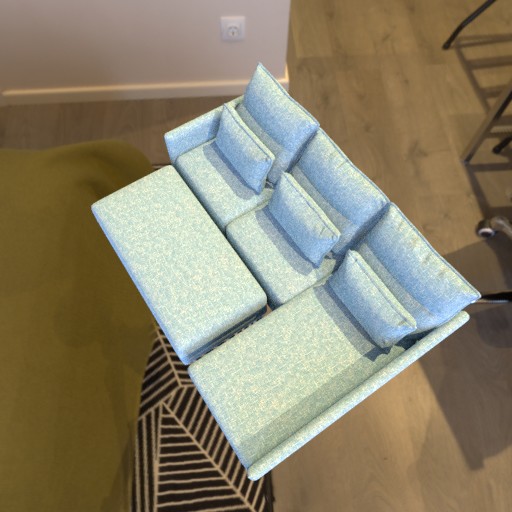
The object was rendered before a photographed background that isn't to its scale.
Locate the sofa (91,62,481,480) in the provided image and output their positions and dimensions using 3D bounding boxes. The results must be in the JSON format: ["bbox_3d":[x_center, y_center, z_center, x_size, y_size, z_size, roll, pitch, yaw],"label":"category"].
[{"bbox_3d":[0.000,0.000,2.716,1.420,0.899,2.034,-31,68,-14],"label":"sofa"}]
